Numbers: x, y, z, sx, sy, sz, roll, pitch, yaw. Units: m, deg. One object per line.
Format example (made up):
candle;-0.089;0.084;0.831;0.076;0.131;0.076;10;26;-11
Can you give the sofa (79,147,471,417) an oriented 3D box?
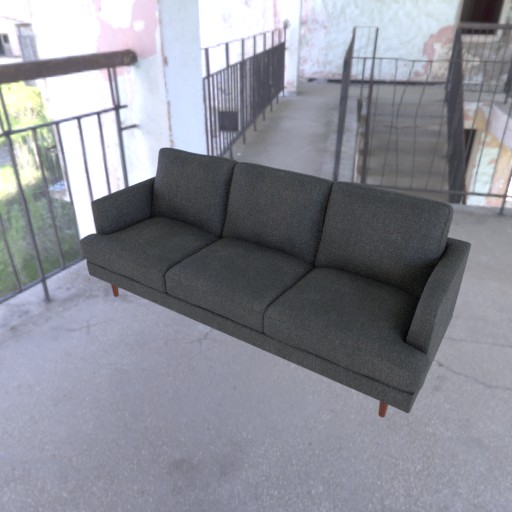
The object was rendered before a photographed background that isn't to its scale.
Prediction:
sofa;0.000;0.000;2.695;2.246;0.930;0.903;18;34;29
